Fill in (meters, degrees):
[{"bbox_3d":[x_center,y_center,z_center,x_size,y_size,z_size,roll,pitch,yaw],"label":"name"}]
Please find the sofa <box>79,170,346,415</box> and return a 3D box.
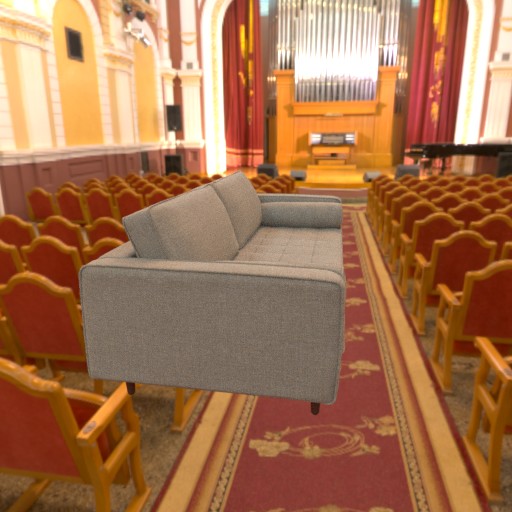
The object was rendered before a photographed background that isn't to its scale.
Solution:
[{"bbox_3d":[0.000,0.000,2.342,0.914,0.762,1.879,3,16,10],"label":"sofa"}]
